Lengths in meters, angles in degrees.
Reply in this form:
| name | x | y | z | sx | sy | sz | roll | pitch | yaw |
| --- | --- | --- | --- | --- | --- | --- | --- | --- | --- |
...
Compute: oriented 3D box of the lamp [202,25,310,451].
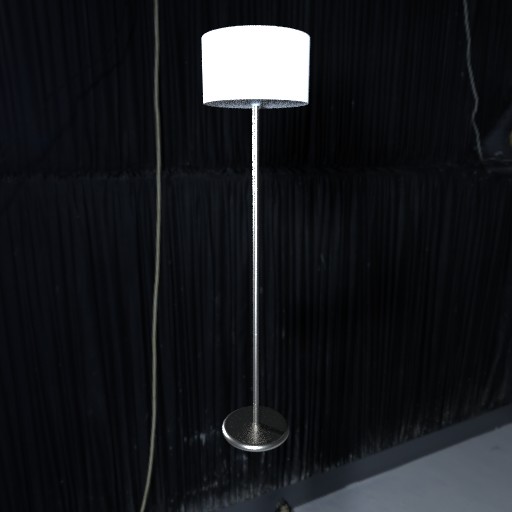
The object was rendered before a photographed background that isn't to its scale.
| name | x | y | z | sx | sy | sz | roll | pitch | yaw |
| --- | --- | --- | --- | --- | --- | --- | --- | --- | --- |
| lamp | 0.000 | 0.000 | 1.609 | 0.347 | 1.443 | 0.347 | -7 | 16 | -25 |
